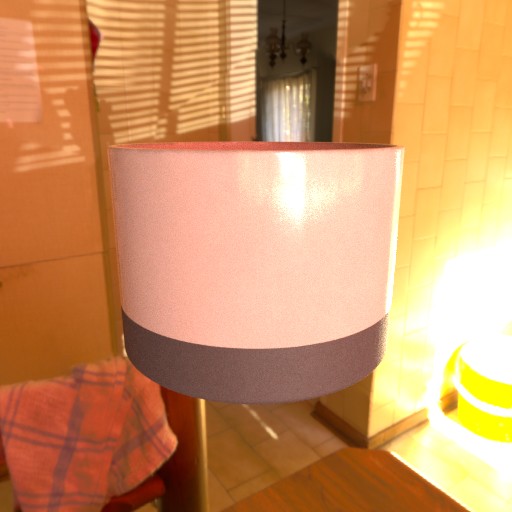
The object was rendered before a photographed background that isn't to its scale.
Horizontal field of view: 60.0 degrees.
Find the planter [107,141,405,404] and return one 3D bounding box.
[{"bbox_3d":[0.000,0.000,0.215,0.128,0.105,0.128,0,16,0],"label":"planter"}]
